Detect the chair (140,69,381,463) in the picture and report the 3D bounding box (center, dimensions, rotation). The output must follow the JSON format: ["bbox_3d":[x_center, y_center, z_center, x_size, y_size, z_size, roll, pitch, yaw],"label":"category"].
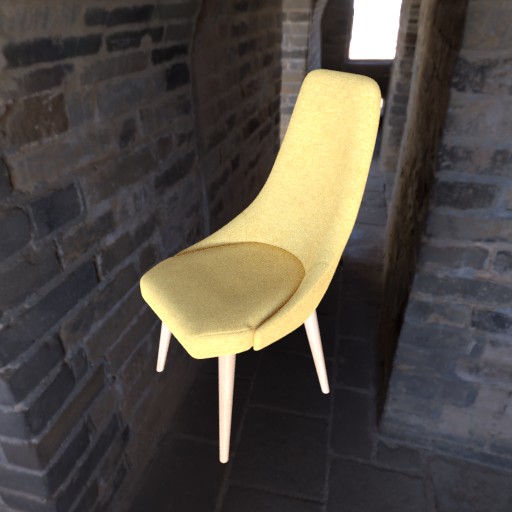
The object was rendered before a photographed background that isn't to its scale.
[{"bbox_3d":[0.000,0.000,1.405,0.660,1.040,0.510,-19,35,-30],"label":"chair"}]
